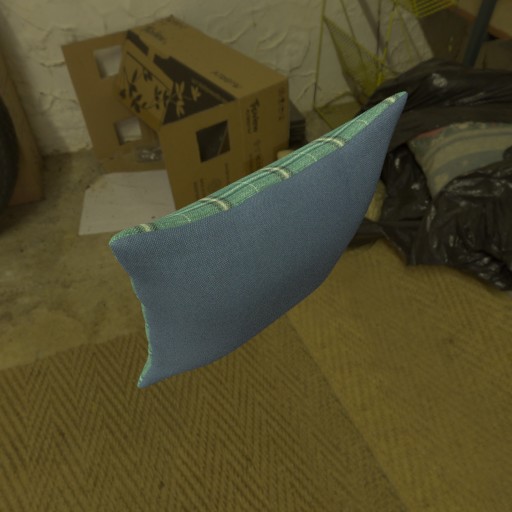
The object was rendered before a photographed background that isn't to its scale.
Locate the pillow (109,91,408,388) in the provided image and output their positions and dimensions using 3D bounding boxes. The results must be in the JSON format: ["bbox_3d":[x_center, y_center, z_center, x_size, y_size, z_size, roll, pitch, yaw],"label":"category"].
[{"bbox_3d":[0.000,0.000,0.684,0.453,0.430,0.200,-32,54,-28],"label":"pillow"}]
